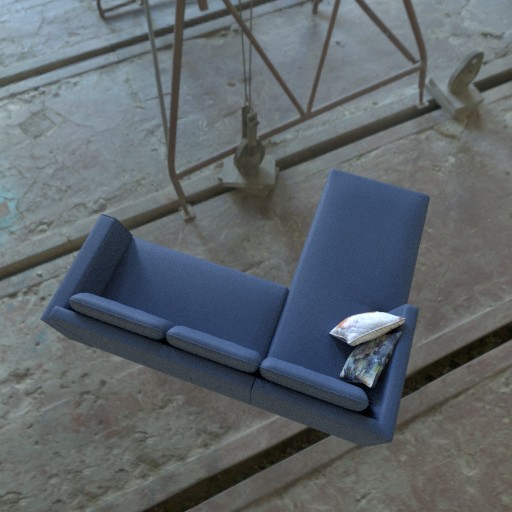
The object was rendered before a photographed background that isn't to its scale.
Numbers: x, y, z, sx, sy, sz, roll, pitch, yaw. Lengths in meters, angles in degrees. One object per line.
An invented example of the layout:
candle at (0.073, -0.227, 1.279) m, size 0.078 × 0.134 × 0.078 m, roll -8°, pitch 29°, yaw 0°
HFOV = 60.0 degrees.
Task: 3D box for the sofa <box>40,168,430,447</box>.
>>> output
sofa at (0.000, 0.000, 3.063) m, size 2.120 × 0.787 × 1.829 m, roll 18°, pitch 66°, yaw 8°
